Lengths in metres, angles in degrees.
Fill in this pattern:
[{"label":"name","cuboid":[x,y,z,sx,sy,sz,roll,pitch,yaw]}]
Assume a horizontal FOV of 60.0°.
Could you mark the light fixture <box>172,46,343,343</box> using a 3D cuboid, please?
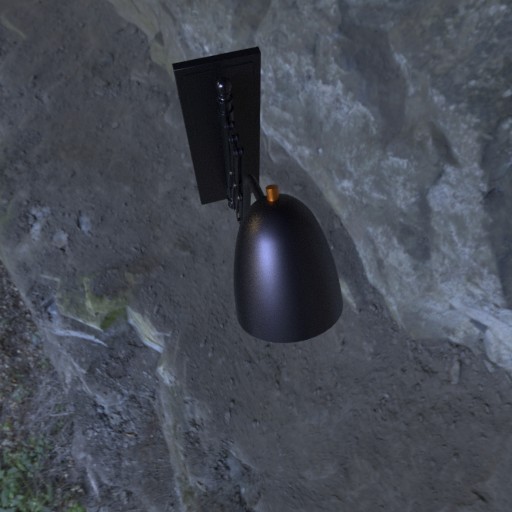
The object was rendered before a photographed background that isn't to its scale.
[{"label":"light fixture","cuboid":[0.000,0.000,0.921,0.162,0.715,0.499,-15,65,-7]}]
